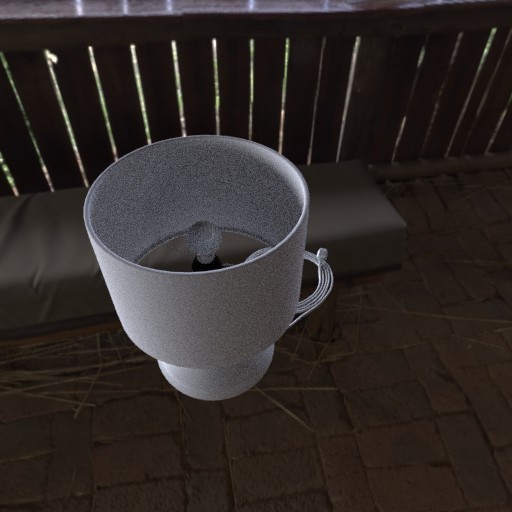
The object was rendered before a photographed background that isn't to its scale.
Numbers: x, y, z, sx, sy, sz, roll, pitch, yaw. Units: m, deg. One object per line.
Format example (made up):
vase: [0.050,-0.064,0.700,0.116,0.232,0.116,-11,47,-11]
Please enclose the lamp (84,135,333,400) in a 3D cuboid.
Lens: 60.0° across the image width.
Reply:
lamp: [0.000,0.000,0.842,0.546,0.457,0.401,-23,50,-21]
